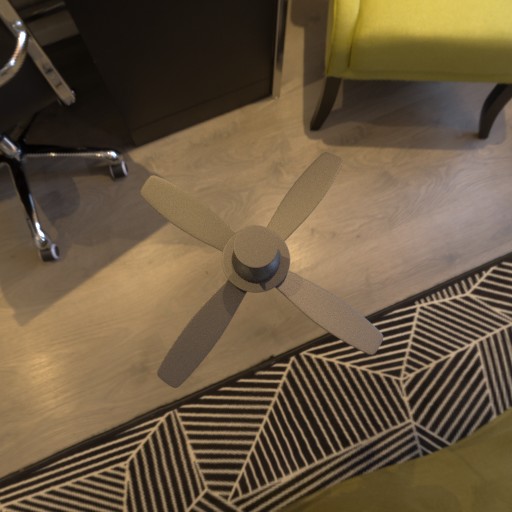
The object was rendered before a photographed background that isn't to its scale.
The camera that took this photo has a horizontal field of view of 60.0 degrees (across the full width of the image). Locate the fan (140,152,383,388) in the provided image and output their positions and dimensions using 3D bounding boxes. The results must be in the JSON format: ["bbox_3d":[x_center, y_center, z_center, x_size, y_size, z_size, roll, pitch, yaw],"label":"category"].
[{"bbox_3d":[0.000,0.000,2.502,1.694,0.382,1.694,35,77,9],"label":"fan"}]
